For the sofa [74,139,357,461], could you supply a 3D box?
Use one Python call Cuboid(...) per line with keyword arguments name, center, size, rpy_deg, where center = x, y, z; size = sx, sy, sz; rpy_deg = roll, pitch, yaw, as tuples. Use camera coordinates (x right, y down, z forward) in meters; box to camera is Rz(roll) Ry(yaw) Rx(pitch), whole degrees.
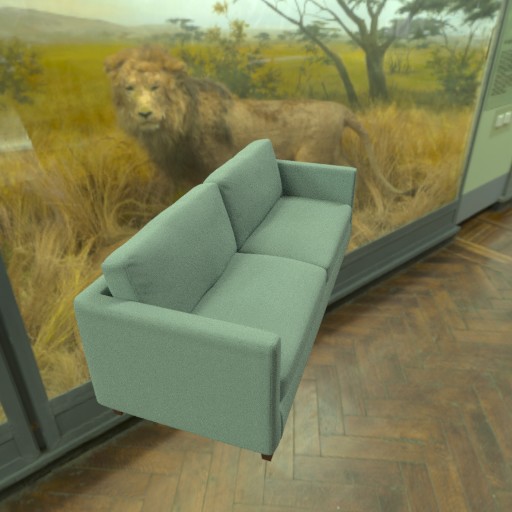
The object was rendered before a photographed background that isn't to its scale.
Cuboid(name="sofa", center=(0.000, 0.000, 2.790), size=(0.951, 0.965, 2.208), rpy_deg=(10, 31, 16))
